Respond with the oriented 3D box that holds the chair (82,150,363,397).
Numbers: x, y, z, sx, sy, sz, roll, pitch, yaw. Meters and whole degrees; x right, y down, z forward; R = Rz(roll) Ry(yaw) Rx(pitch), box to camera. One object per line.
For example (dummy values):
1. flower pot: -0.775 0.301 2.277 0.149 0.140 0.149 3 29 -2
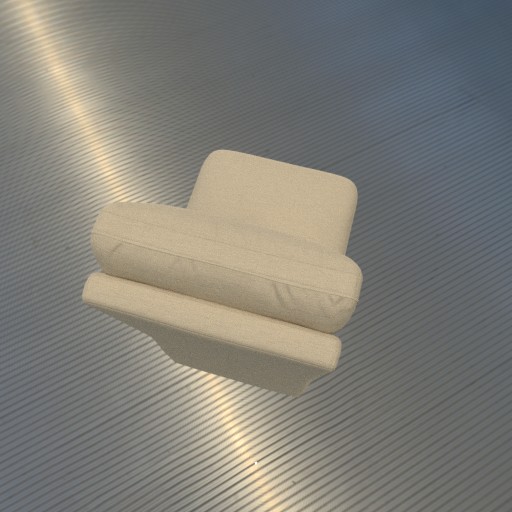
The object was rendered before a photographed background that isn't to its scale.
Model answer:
1. chair: 0.000 0.000 1.265 0.503 0.927 0.698 14 66 7
